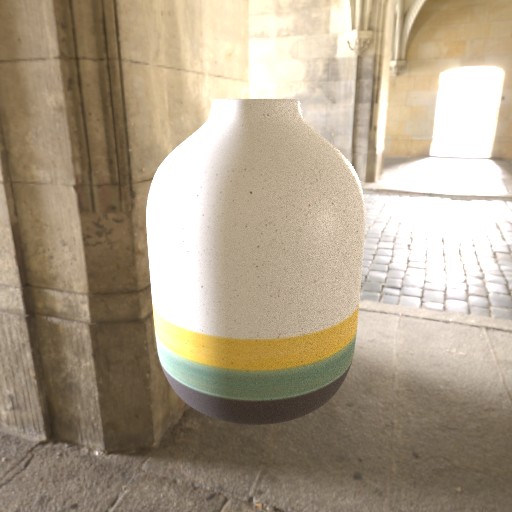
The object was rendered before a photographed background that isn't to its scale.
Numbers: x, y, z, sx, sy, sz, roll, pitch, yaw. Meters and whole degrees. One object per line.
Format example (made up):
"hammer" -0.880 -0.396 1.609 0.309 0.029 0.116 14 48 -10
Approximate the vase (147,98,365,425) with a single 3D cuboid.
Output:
"vase" 0.000 0.000 0.361 0.169 0.240 0.169 0 18 0
